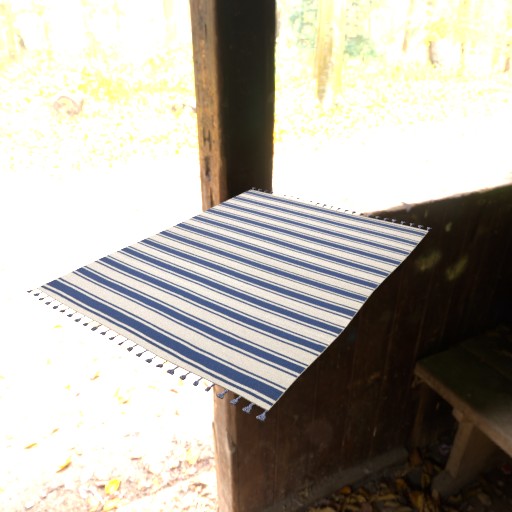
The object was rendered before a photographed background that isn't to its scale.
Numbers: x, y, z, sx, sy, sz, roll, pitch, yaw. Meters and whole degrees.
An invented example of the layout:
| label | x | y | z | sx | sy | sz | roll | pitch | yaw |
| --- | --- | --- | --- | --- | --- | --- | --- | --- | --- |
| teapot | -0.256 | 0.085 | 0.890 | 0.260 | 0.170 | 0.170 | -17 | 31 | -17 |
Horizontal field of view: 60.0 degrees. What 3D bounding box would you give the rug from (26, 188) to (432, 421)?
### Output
| label | x | y | z | sx | sy | sz | roll | pitch | yaw |
| --- | --- | --- | --- | --- | --- | --- | --- | --- | --- |
| rug | 0.000 | 0.000 | 4.400 | 2.471 | 0.016 | 3.416 | 18 | 32 | 31 |
